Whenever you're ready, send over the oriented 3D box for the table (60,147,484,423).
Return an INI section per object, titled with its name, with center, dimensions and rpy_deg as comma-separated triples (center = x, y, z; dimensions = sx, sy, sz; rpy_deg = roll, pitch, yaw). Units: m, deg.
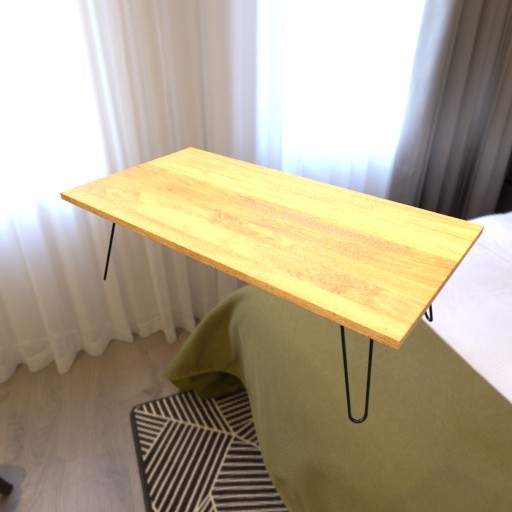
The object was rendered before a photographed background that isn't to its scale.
[table]
center = 0.000, 0.000, 1.669
dimensions = 1.348, 0.400, 0.699
rpy_deg = 22, 38, 32
